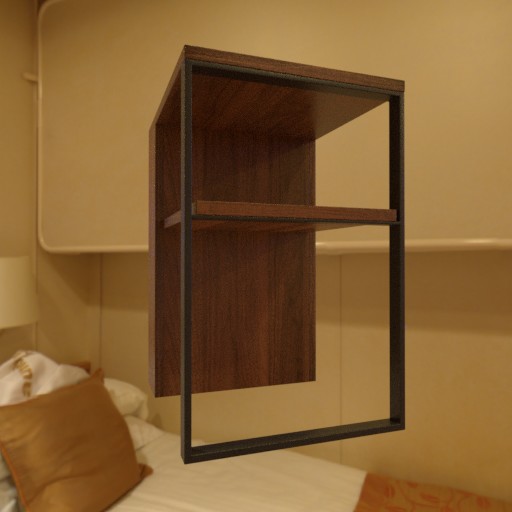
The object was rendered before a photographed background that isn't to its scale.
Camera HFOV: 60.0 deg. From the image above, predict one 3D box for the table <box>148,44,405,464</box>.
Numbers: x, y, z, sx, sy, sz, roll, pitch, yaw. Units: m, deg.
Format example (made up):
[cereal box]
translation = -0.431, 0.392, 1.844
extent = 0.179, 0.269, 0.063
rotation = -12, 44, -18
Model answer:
[table]
translation = 0.000, 0.000, 1.573
extent = 0.660, 1.041, 0.786
rotation = 0, 0, -20
